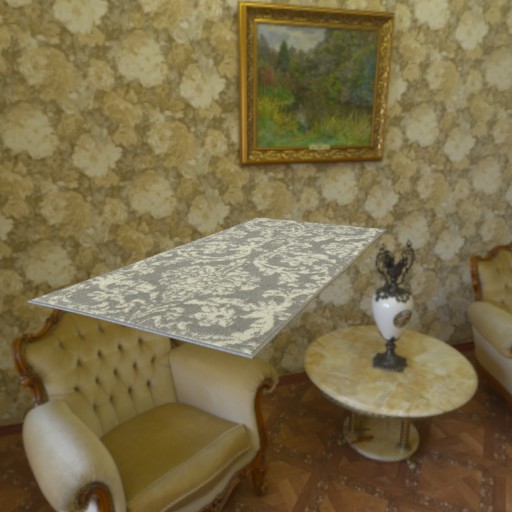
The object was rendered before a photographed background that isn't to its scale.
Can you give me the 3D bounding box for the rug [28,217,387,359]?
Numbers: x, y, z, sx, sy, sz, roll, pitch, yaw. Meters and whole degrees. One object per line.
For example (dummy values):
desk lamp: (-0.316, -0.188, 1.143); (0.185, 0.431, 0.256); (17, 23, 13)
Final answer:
rug: (0.000, 0.000, 1.444); (0.604, 0.007, 1.219); (8, 17, 26)
